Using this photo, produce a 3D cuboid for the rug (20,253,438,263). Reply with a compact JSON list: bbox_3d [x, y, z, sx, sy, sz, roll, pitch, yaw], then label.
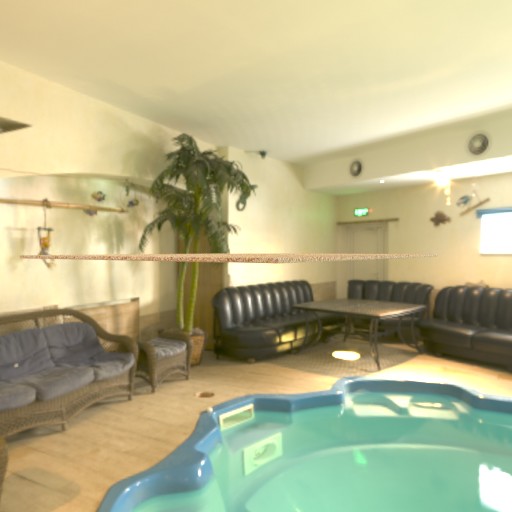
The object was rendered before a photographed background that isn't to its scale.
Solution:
[{"bbox_3d":[0.000,0.000,3.988,2.400,0.025,3.000,0,1,36],"label":"rug"}]
